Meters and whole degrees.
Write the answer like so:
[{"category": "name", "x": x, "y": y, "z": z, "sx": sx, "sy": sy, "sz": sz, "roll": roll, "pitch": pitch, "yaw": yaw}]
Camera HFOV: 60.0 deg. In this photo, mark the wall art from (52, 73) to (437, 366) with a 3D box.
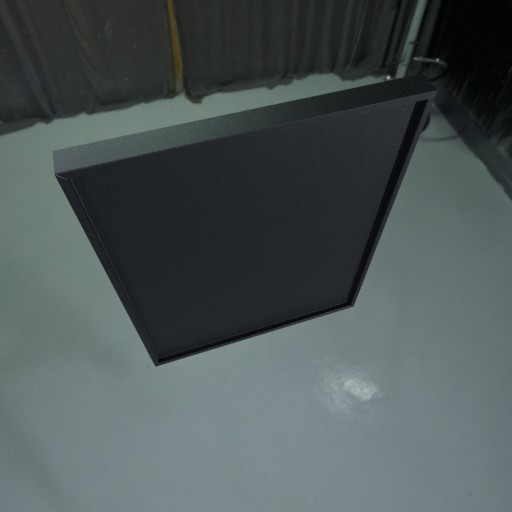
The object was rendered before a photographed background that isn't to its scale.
[{"category": "wall art", "x": 0.000, "y": 0.000, "z": 0.734, "sx": 0.449, "sy": 0.555, "sz": 0.039, "roll": -15, "pitch": 57, "yaw": -10}]
